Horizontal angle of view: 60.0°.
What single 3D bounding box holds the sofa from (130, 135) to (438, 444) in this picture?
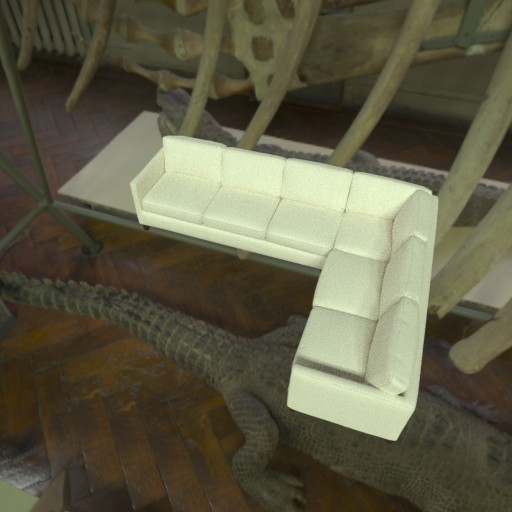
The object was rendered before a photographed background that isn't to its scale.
[{"bbox_3d":[0.000,0.000,4.490,3.302,0.947,2.593,14,48,13],"label":"sofa"}]
